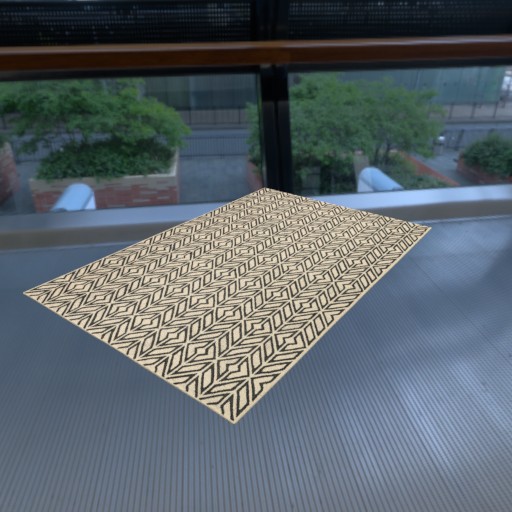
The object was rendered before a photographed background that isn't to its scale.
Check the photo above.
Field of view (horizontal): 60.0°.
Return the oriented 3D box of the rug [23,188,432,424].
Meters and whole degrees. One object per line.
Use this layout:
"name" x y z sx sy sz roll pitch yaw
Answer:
"rug" 0.000 0.000 2.292 1.220 0.007 1.828 19 33 32
